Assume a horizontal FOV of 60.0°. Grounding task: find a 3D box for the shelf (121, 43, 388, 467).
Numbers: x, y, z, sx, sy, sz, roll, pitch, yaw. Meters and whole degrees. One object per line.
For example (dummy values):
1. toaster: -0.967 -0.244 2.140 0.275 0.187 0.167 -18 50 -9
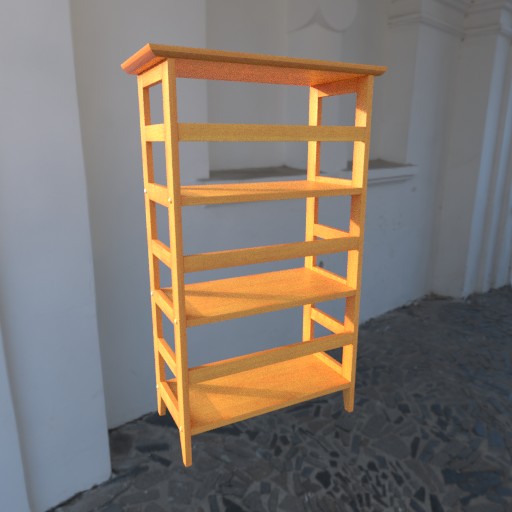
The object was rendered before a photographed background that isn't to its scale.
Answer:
1. shelf: 0.000 0.000 1.338 0.660 1.067 0.305 -7 16 -26
